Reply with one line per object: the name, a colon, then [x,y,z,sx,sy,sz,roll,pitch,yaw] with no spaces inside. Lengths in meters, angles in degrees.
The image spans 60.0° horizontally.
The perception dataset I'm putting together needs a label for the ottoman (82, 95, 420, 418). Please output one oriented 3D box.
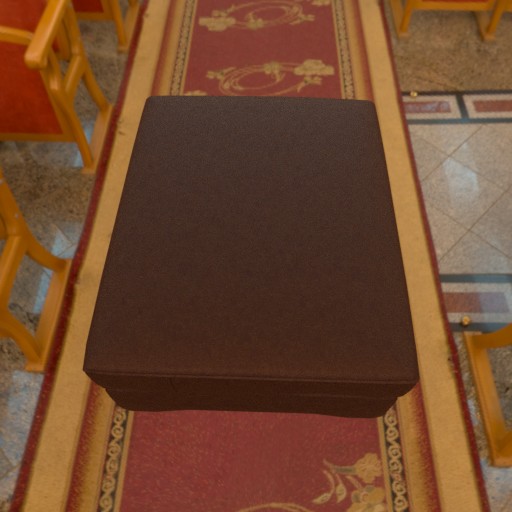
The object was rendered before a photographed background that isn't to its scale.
ottoman: [0.000,0.000,1.794,0.967,0.730,1.187,1,58,1]
